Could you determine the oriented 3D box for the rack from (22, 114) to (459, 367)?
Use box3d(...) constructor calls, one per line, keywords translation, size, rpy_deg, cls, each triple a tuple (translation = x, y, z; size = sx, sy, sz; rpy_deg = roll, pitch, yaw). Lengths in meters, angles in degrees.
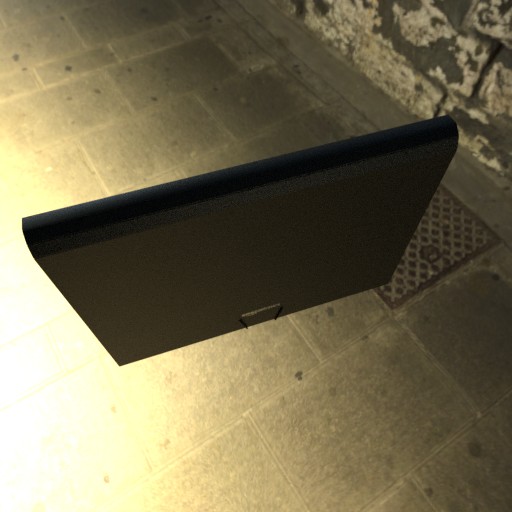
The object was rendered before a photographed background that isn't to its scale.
box3d(translation=(0.000, 0.000, 0.426), size=(0.330, 0.241, 0.041), rpy_deg=(-16, 59, -10), cls="rack")
